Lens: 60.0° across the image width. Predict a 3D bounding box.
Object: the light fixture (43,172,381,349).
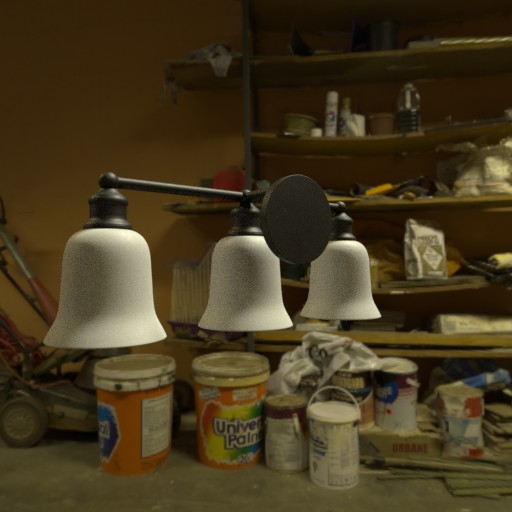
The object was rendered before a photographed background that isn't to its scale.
[{"bbox_3d":[0.000,0.000,0.663,0.570,0.211,0.198,1,-2,-37],"label":"light fixture"}]
